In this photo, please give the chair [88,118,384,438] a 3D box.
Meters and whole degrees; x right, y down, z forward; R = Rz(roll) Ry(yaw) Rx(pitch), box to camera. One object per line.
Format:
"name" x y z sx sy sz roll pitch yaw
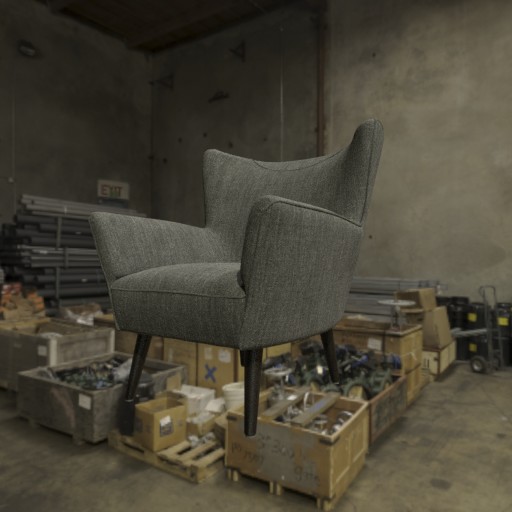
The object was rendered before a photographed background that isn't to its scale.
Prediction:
"chair" 0.000 0.000 1.584 0.781 0.933 0.888 0 0 36
